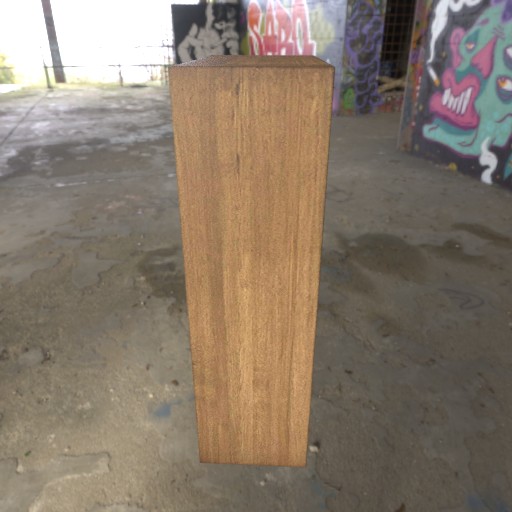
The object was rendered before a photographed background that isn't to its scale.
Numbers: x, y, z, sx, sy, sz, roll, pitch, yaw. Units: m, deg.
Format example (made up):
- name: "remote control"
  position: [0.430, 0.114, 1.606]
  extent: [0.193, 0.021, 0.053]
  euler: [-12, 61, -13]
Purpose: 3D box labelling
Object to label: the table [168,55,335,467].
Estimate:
- name: "table"
  position: [0.000, 0.000, 2.465]
  extent: [0.600, 2.000, 1.100]
  euler: [1, 26, 3]
